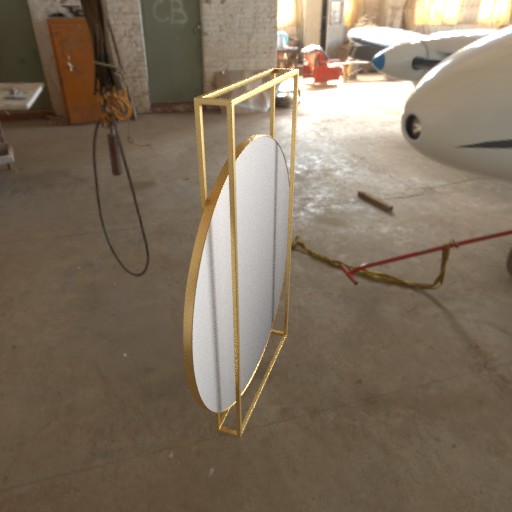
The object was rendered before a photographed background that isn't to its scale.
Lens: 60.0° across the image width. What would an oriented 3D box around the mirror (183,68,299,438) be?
[{"bbox_3d":[0.000,0.000,0.813,0.051,0.603,0.508,10,31,17],"label":"mirror"}]
